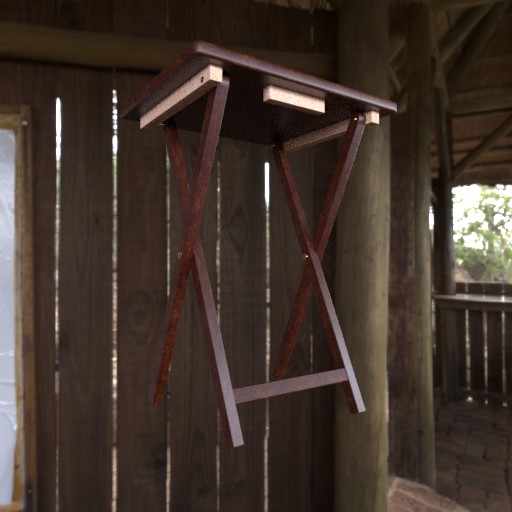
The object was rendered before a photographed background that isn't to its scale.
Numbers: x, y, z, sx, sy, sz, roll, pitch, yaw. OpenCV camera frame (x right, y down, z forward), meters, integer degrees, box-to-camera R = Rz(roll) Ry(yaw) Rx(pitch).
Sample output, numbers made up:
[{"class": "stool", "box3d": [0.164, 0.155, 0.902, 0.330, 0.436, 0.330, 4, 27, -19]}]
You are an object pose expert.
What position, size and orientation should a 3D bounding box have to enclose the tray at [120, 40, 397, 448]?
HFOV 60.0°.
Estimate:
[{"class": "tray", "box3d": [0.000, 0.000, 0.968, 0.483, 0.660, 0.381, 1, -1, -34]}]
